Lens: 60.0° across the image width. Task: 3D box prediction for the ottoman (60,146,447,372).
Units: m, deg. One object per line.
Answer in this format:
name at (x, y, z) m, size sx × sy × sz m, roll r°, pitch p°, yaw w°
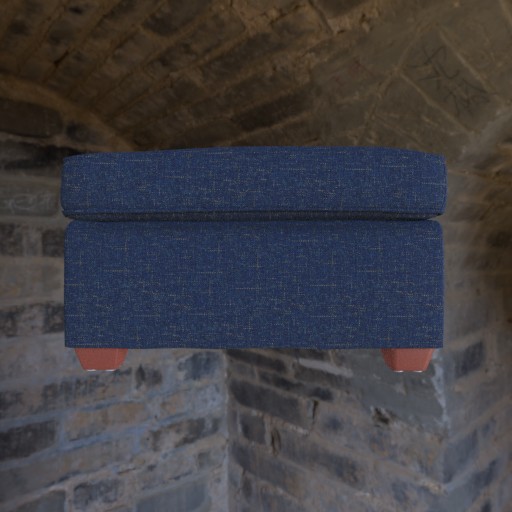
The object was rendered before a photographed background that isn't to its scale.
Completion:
ottoman at (0.000, 0.000, 1.072) m, size 0.749 × 0.450 × 0.549 m, roll 0°, pitch 0°, yaw 1°
